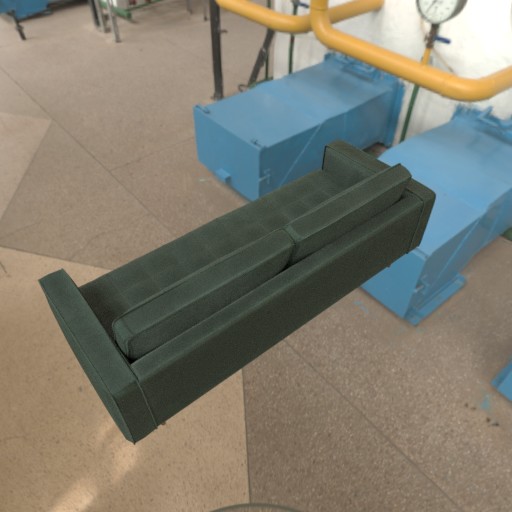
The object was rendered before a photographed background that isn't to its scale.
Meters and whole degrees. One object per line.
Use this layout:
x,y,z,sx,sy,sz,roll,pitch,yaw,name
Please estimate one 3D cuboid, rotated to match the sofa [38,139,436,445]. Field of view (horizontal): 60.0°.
0.000,0.000,2.627,2.214,0.781,0.886,-30,52,-26,sofa
